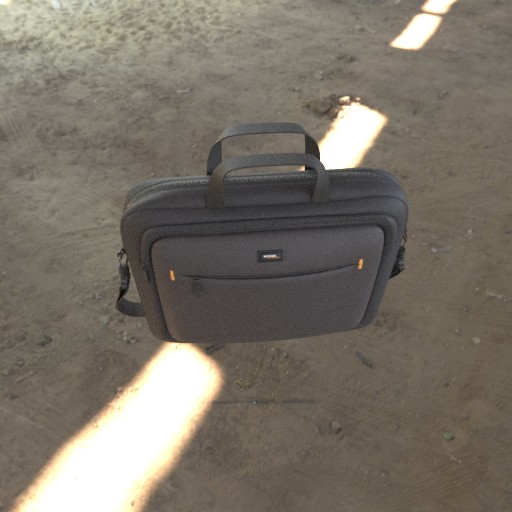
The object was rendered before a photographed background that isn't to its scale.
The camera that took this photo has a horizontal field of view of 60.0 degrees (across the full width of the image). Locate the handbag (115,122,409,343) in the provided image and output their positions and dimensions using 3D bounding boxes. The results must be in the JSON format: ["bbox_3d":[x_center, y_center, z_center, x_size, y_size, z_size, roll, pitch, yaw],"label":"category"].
[{"bbox_3d":[0.000,0.000,0.590,0.429,0.330,0.126,-4,47,-3],"label":"handbag"}]
